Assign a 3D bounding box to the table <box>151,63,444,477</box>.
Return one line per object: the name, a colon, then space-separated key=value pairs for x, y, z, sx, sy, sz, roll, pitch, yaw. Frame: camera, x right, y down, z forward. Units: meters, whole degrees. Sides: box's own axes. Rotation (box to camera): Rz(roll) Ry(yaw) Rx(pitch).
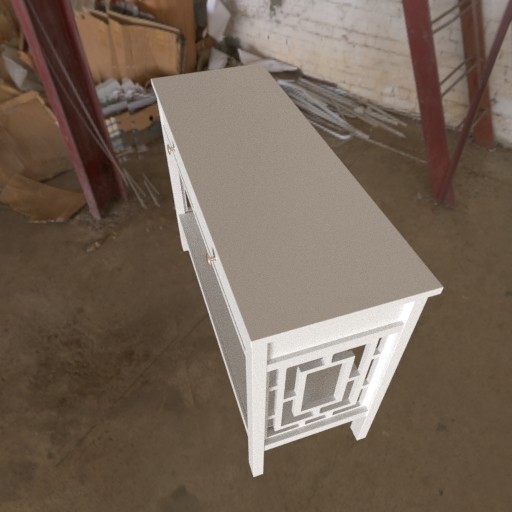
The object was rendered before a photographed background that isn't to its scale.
table: x=0.000 y=0.000 z=1.420 sx=0.397 sy=0.753 sz=1.068 roll=-14 pitch=48 yaw=-13
